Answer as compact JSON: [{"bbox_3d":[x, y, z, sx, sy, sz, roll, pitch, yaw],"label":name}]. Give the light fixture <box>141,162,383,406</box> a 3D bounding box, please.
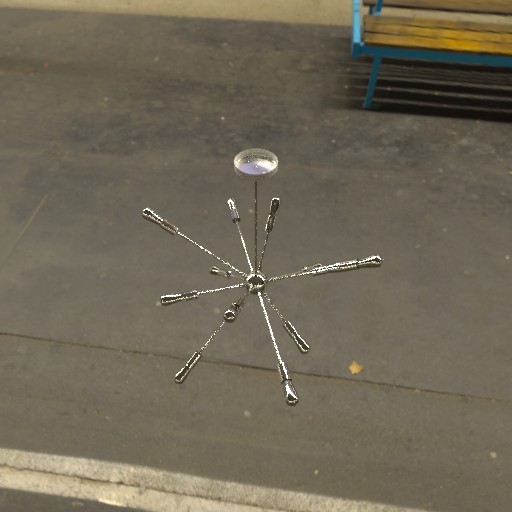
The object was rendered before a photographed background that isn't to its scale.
[{"bbox_3d":[0.000,0.000,1.082,0.509,0.558,0.684,-10,49,-9],"label":"light fixture"}]
